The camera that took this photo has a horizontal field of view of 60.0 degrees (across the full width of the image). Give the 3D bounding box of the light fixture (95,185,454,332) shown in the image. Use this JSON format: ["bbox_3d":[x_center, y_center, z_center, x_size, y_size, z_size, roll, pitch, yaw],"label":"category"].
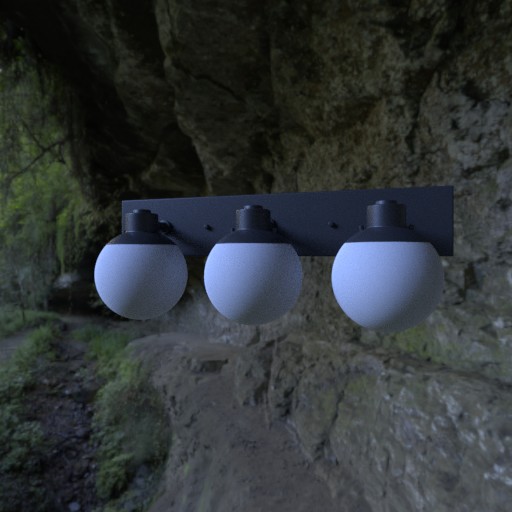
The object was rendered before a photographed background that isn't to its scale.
[{"bbox_3d":[0.000,0.000,0.861,0.721,0.263,0.218,0,0,18],"label":"light fixture"}]
